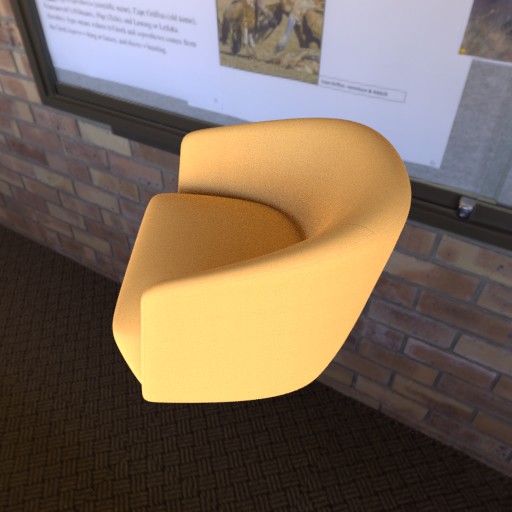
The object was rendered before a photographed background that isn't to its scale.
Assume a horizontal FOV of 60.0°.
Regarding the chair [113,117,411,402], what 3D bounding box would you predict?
[{"bbox_3d":[0.000,0.000,1.361,0.767,0.698,0.773,0,40,0],"label":"chair"}]
